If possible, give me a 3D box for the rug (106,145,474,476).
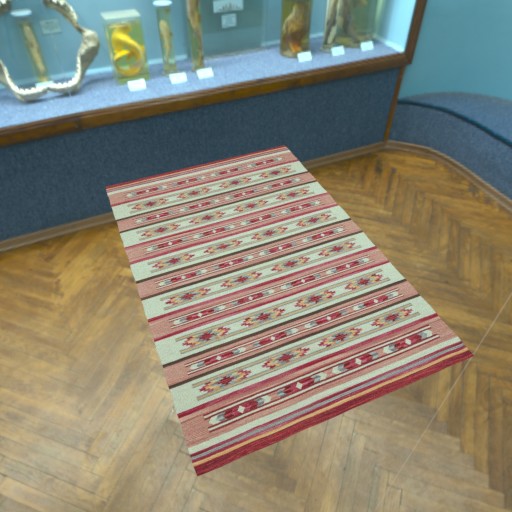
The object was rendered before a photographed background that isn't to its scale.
[{"bbox_3d":[0.000,0.000,2.285,1.223,0.008,1.817,-17,47,-16],"label":"rug"}]
